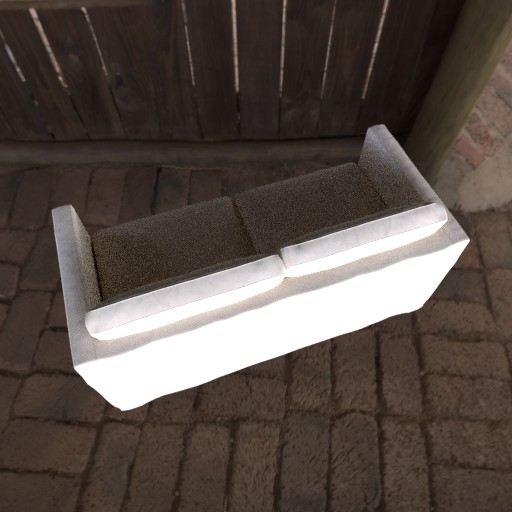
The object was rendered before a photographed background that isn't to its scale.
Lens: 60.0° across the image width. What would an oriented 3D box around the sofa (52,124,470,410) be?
[{"bbox_3d":[0.000,0.000,2.512,1.987,0.870,0.940,-17,59,-11],"label":"sofa"}]
